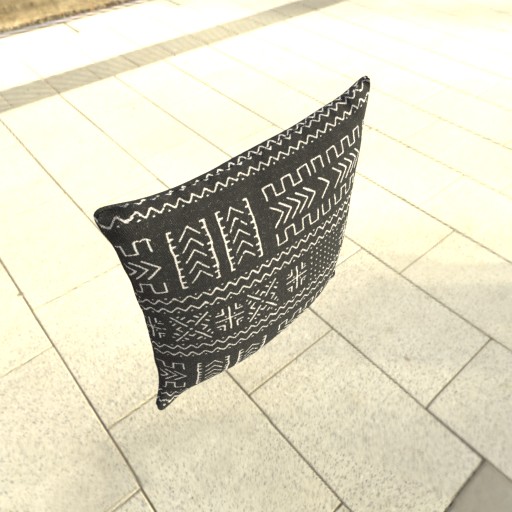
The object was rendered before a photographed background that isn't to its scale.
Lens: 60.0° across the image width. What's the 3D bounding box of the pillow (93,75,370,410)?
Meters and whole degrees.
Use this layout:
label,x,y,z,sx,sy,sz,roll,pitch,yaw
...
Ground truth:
label,x,y,z,sx,sy,sz,roll,pitch,yaw
pillow,0.000,0.000,0.677,0.438,0.430,0.164,-34,55,-28
